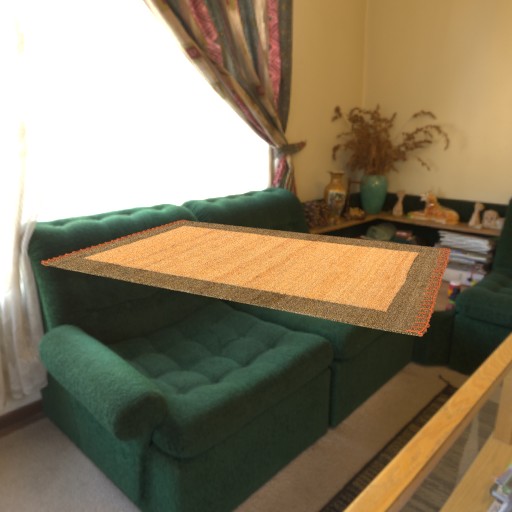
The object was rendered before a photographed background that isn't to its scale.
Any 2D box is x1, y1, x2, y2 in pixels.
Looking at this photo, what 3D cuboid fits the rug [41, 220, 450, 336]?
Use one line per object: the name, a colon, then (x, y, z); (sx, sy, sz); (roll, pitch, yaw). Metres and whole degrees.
rug: (0.000, 0.000, 2.346); (1.838, 0.019, 1.220); (8, 18, 26)
